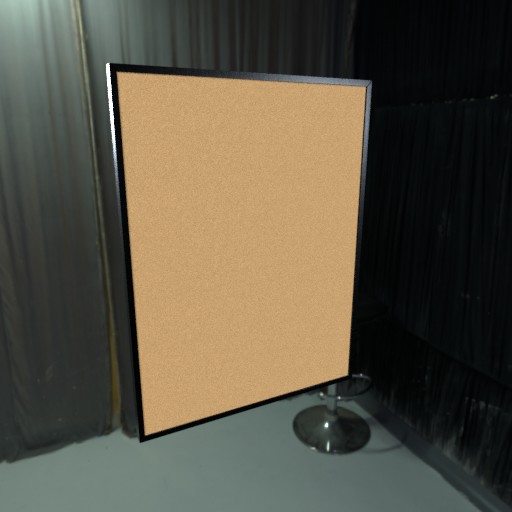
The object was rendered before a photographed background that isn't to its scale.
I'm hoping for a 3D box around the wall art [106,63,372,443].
[{"bbox_3d":[0.000,0.000,1.386,0.805,1.062,0.040,-8,17,-26],"label":"wall art"}]
